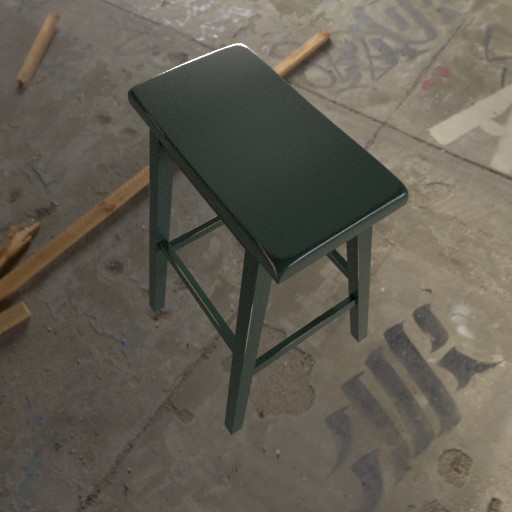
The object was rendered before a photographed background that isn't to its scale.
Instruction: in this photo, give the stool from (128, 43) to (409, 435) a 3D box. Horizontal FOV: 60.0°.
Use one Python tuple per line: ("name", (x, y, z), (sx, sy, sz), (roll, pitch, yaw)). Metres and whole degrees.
("stool", (0.000, 0.000, 1.013), (0.476, 0.737, 0.457), (-31, 63, -17))
